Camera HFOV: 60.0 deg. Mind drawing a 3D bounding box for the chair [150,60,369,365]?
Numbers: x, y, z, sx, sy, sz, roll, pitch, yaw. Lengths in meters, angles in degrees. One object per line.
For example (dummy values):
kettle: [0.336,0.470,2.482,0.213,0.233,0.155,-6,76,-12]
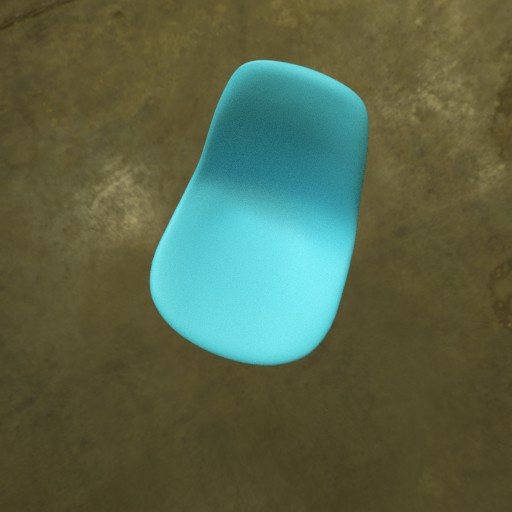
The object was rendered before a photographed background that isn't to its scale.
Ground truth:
chair: [0.000,0.000,1.138,0.470,0.826,0.531,20,78,5]
